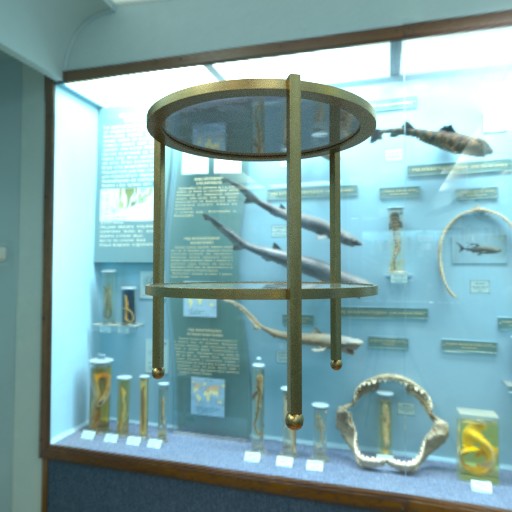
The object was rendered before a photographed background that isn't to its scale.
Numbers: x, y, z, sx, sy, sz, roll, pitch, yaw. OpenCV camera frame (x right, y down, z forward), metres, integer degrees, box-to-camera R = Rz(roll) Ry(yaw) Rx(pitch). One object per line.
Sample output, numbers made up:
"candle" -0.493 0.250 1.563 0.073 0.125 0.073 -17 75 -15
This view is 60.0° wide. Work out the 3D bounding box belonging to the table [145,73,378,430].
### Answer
"table" 0.000 0.000 0.458 0.243 0.269 0.231 -1 -2 19
